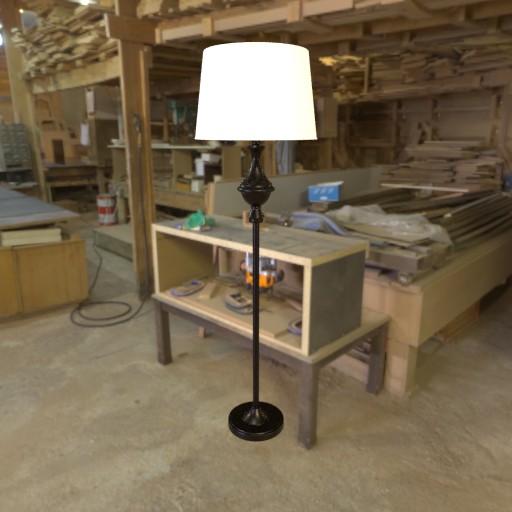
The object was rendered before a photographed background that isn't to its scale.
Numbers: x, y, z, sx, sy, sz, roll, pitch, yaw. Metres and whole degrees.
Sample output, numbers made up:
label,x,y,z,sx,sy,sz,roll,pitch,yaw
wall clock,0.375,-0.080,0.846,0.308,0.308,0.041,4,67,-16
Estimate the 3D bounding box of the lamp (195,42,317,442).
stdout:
label,x,y,z,sx,sy,sz,roll,pitch,yaw
lamp,0.000,0.000,1.694,0.431,1.484,0.431,0,16,0
